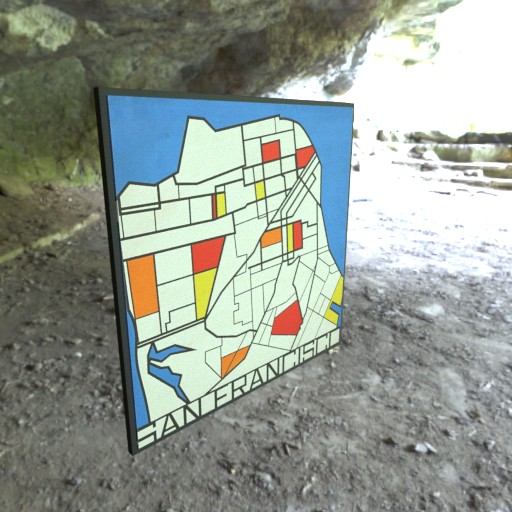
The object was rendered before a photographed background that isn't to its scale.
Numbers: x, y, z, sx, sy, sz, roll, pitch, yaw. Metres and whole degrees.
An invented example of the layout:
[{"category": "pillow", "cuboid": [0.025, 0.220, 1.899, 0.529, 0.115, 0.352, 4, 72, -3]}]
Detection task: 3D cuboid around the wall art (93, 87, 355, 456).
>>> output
[{"category": "wall art", "cuboid": [0.000, 0.000, 0.676, 0.458, 0.457, 0.013, -15, 22, -41]}]
